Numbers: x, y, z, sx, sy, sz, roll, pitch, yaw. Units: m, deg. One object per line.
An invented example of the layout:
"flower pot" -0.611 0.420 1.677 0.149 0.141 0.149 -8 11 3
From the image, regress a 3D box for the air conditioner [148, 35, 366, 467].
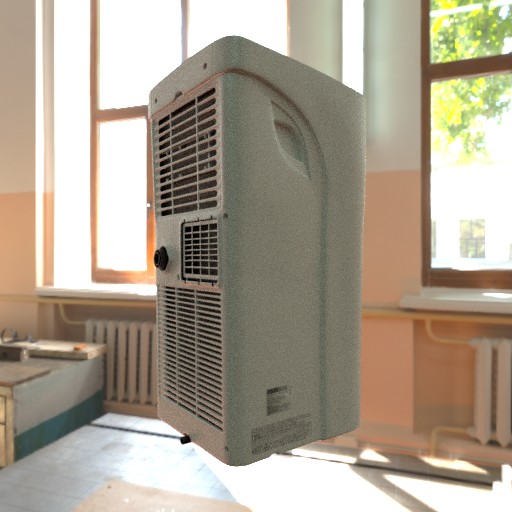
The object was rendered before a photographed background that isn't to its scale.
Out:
"air conditioner" 0.000 0.000 0.926 0.369 0.716 0.352 0 0 -36
